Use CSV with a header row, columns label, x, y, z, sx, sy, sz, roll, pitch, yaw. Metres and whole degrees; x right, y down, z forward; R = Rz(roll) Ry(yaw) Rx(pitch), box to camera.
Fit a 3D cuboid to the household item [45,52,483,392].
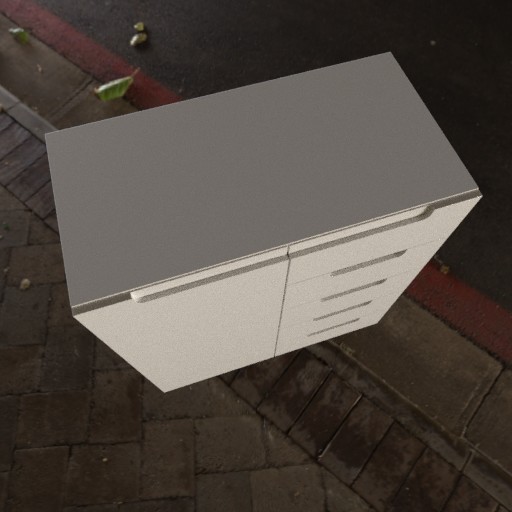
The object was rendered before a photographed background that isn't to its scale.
label,x,y,z,sx,sy,sz,roll,pitch,yaw
household item,0.000,0.000,1.293,0.800,0.870,0.420,-16,65,-8
